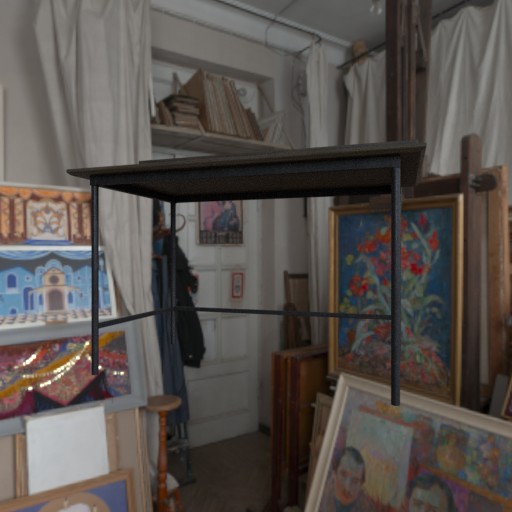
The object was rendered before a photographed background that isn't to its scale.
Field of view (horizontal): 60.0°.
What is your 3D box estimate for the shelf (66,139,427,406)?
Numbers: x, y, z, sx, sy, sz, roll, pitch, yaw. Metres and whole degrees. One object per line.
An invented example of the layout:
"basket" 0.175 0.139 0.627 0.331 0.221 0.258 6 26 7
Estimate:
"shelf" 0.000 0.000 1.731 1.212 0.865 0.685 0 0 18
